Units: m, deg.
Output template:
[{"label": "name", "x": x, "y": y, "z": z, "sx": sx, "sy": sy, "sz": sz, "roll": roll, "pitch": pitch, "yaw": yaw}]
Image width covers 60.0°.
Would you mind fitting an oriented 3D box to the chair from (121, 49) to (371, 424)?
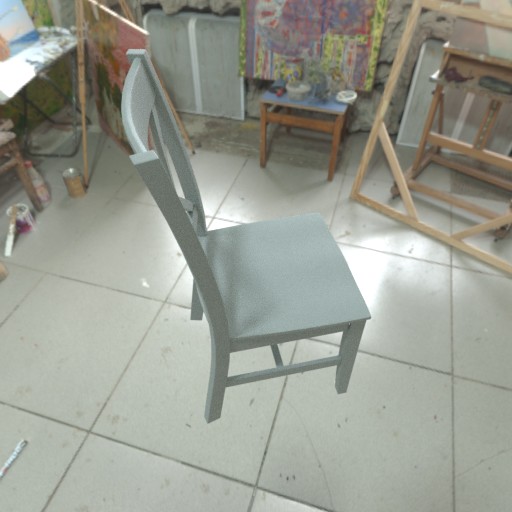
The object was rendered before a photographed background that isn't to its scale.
[{"label": "chair", "x": 0.000, "y": 0.000, "z": 1.239, "sx": 0.542, "sy": 0.983, "sz": 0.485, "roll": -9, "pitch": 46, "yaw": -9}]
